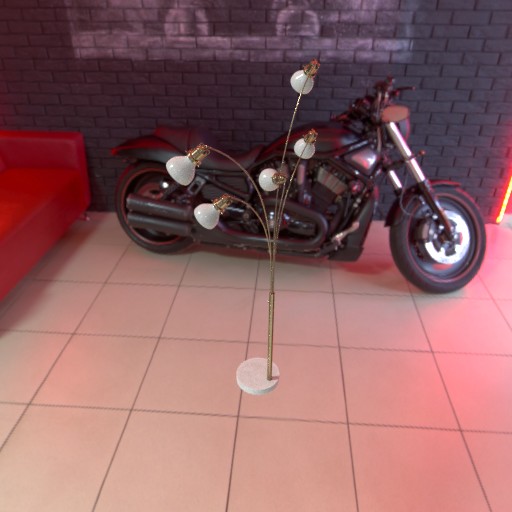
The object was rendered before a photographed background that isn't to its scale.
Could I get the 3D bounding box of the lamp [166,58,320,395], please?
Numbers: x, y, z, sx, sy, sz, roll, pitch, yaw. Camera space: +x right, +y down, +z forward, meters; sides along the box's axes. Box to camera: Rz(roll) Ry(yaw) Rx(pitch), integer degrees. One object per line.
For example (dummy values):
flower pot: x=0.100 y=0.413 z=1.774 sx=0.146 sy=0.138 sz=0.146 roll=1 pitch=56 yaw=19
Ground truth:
lamp: x=0.000 y=0.000 z=3.057 sx=0.361 sy=2.423 sz=1.405 roll=21 pitch=37 yaw=31
